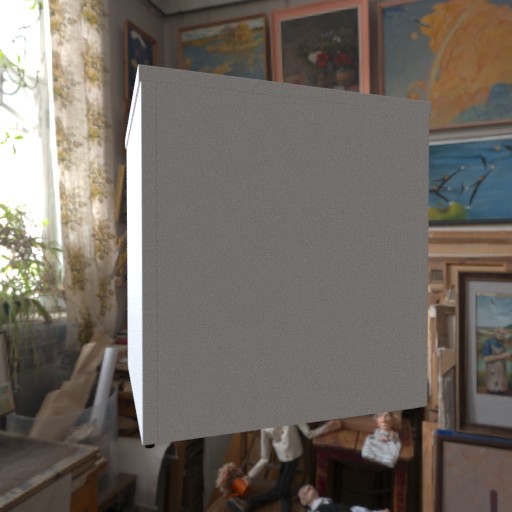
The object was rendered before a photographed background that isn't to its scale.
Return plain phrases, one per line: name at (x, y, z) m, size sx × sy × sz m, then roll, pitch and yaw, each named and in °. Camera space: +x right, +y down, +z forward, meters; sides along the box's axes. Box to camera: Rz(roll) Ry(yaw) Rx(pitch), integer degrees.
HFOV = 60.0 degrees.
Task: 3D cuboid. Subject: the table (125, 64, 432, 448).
table at (0.000, 0.000, 0.772) m, size 0.420 × 0.460 × 0.380 m, roll 0°, pitch 1°, yaw -19°
